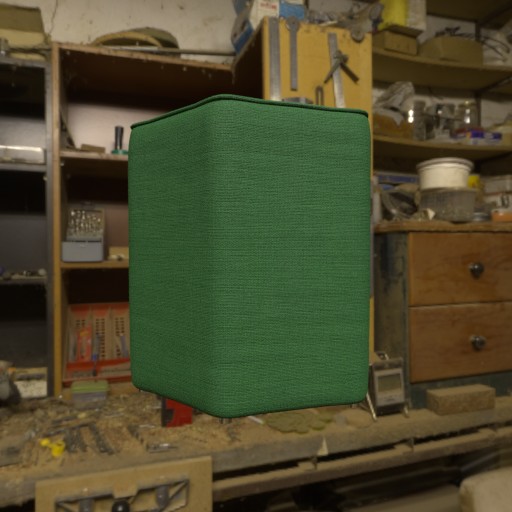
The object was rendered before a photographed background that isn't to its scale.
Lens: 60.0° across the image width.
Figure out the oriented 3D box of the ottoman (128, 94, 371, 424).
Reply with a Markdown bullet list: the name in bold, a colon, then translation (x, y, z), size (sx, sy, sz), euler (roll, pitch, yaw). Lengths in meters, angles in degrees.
- **ottoman**: translation (0.000, 0.000, 0.900), size (0.499, 0.507, 0.444), euler (0, 1, -18)
